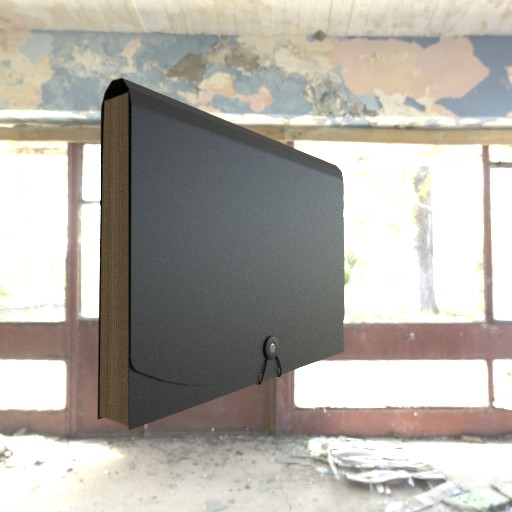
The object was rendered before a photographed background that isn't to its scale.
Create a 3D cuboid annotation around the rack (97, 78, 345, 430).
[{"bbox_3d":[0.000,0.000,0.439,0.041,0.241,0.330,-1,-1,36],"label":"rack"}]
